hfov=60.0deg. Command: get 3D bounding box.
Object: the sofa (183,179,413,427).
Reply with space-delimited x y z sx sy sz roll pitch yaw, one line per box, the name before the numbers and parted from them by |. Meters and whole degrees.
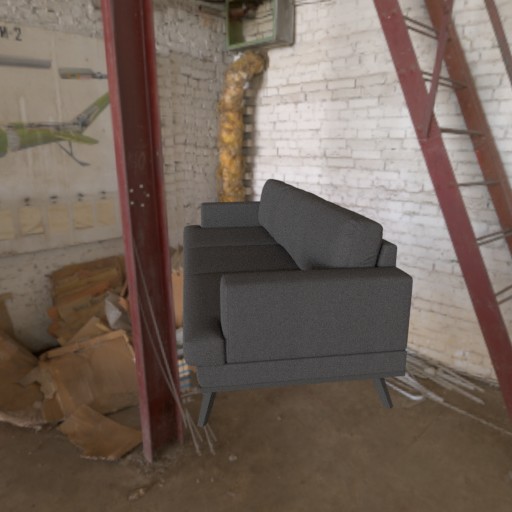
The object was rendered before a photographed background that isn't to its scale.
sofa | 0.000 0.000 2.816 0.920 0.810 2.310 -2 15 -9
